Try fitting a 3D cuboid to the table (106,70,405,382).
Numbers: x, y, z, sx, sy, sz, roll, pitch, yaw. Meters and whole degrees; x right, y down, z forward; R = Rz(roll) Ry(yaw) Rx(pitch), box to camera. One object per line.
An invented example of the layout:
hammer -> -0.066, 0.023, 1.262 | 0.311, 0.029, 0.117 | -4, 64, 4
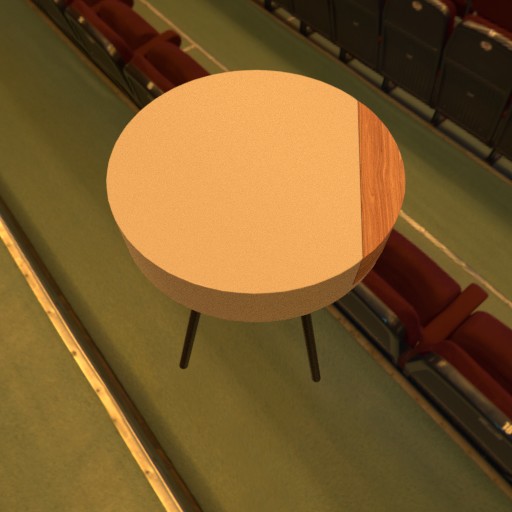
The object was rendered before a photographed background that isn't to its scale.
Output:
table -> 0.000, 0.000, 0.875 | 0.450, 0.525, 0.450 | 0, 58, 0
